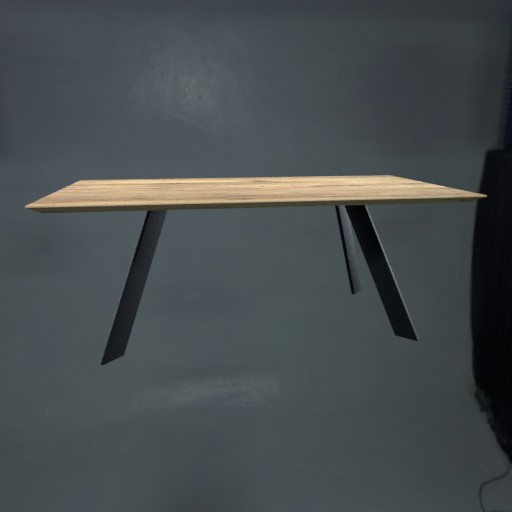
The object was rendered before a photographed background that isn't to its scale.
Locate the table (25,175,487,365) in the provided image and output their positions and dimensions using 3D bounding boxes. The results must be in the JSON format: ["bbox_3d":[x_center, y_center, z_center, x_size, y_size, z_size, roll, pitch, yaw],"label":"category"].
[{"bbox_3d":[0.000,0.000,2.475,2.000,0.770,1.000,-2,16,-9],"label":"table"}]
